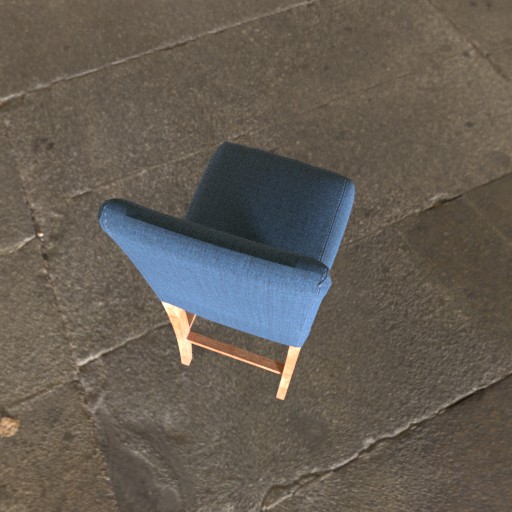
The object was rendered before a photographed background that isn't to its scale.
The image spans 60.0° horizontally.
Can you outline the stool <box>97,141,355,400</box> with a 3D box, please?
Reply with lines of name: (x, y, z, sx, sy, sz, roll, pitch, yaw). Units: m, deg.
stool: (0.000, 0.000, 1.323, 0.454, 1.039, 0.567, 17, 64, 9)
